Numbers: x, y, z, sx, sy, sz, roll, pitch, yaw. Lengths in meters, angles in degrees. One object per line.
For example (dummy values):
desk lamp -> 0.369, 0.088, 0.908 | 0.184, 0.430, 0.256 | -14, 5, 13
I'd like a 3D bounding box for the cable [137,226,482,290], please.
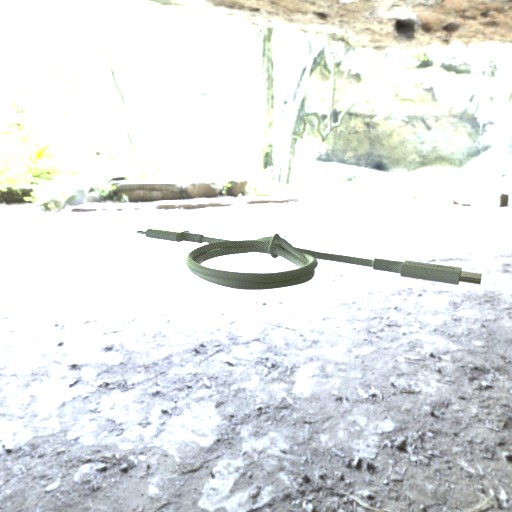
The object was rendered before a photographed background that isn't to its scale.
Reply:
cable -> 0.000, 0.000, 0.224 | 0.203, 0.014, 0.070 | 9, 18, 28
